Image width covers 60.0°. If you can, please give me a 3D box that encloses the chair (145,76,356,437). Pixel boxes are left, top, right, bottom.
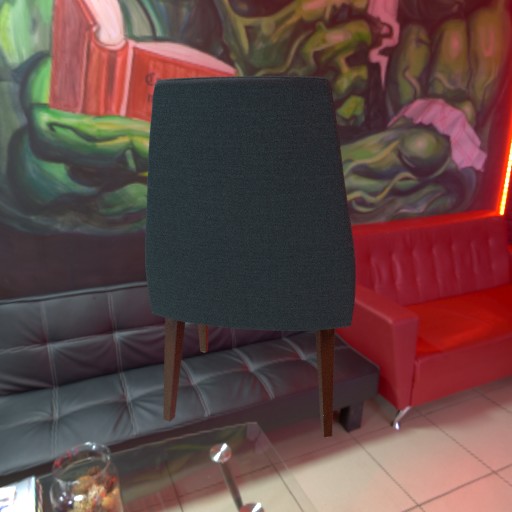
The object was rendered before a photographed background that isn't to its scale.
[{"bbox_3d":[0.000,0.000,1.202,0.529,0.861,0.544,3,17,8],"label":"chair"}]
